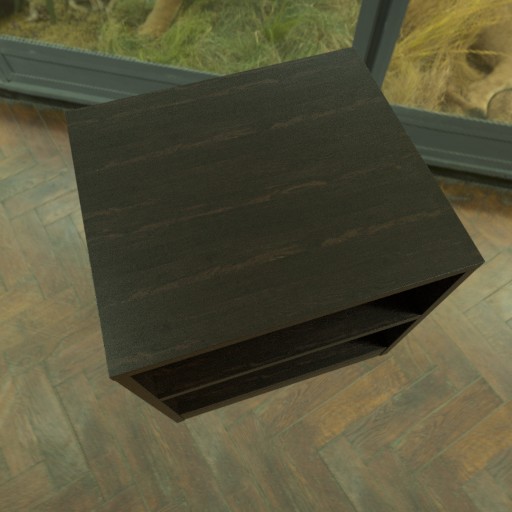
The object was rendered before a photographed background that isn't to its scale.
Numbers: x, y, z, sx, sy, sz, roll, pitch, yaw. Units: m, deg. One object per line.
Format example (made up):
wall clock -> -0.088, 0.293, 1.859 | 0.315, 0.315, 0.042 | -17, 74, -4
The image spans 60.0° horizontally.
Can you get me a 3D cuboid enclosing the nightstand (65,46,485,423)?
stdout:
nightstand -> 0.000, 0.000, 0.848 | 0.489, 0.487, 0.427 | -16, 65, -8
